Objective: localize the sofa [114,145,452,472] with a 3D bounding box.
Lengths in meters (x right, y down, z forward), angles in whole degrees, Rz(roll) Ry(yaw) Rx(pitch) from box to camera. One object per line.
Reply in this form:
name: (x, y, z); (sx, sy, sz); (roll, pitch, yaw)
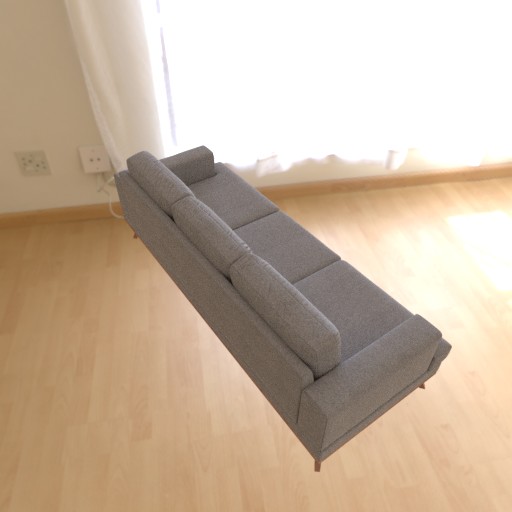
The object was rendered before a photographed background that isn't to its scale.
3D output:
sofa: (0.000, 0.000, 2.806); (0.920, 0.810, 2.310); (-25, 48, -25)
